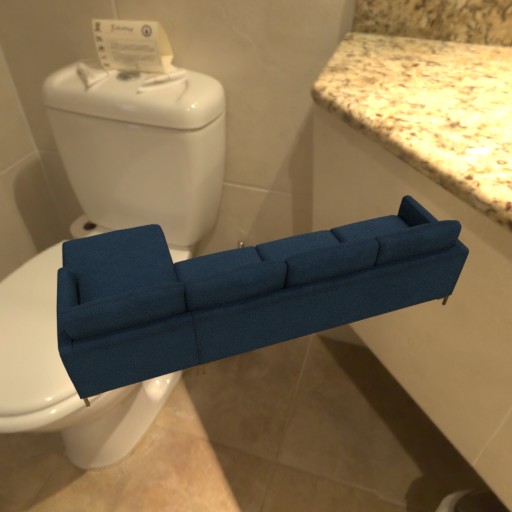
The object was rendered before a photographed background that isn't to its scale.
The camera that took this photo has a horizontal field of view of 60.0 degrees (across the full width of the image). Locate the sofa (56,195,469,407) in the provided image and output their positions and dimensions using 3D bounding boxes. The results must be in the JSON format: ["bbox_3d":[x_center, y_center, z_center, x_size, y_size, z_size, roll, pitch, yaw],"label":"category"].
[{"bbox_3d":[0.000,0.000,3.508,2.932,0.810,1.350,-13,43,-14],"label":"sofa"}]
